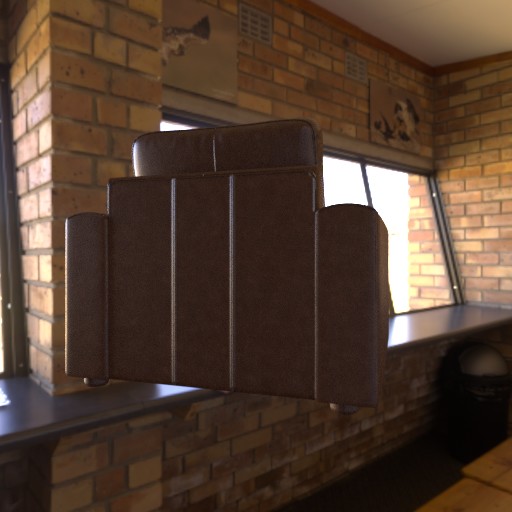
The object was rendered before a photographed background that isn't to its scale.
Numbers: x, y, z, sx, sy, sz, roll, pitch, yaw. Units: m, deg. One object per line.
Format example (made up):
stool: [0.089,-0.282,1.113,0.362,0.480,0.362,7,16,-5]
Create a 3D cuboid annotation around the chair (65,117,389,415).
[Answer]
chair: [0.000,0.000,1.784,1.005,0.873,1.016,0,0,18]
